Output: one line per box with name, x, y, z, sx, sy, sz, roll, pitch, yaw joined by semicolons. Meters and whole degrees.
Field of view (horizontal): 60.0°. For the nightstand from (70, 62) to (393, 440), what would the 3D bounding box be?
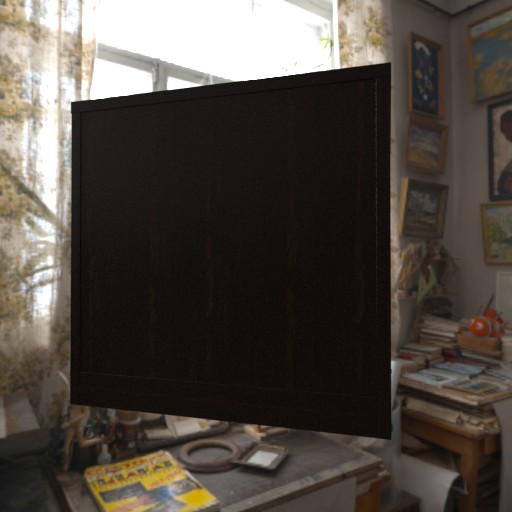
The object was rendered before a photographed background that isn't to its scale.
nightstand;0.000;0.000;0.836;0.489;0.487;0.427;0;-1;17
